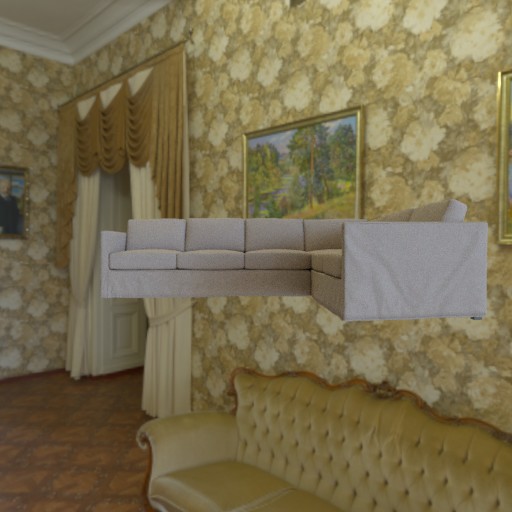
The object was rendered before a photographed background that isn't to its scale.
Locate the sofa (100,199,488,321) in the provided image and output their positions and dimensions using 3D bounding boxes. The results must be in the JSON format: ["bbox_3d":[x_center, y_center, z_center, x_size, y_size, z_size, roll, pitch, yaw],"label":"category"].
[{"bbox_3d":[0.000,0.000,4.244,3.182,0.871,2.432,0,1,-1],"label":"sofa"}]
